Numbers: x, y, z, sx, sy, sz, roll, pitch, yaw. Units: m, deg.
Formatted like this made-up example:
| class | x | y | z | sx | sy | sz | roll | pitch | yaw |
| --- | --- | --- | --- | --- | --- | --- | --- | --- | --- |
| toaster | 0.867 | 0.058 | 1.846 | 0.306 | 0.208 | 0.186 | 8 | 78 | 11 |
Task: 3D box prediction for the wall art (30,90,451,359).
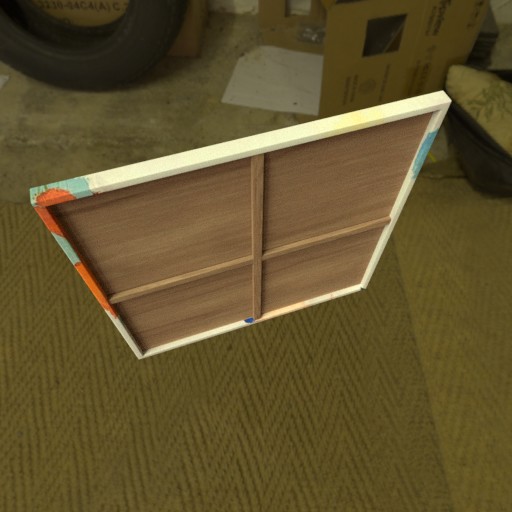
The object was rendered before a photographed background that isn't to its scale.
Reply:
| class | x | y | z | sx | sy | sz | roll | pitch | yaw |
| --- | --- | --- | --- | --- | --- | --- | --- | --- | --- |
| wall art | 0.000 | 0.000 | 1.462 | 1.017 | 1.017 | 0.044 | -16 | 60 | -10 |
